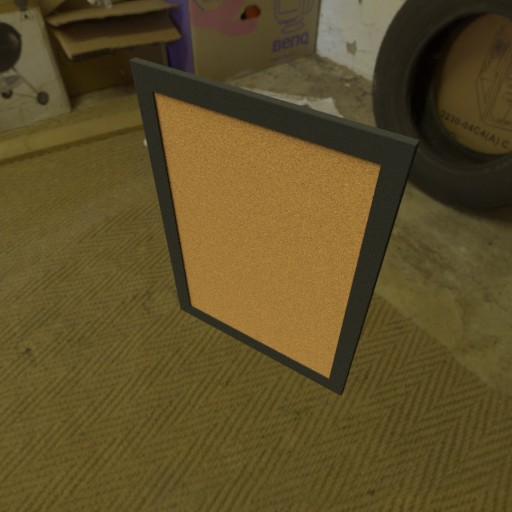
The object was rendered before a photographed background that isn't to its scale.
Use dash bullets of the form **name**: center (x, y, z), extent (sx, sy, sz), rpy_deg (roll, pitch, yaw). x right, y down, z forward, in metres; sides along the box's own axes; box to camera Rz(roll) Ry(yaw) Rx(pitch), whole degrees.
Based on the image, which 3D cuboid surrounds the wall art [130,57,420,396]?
- **wall art**: center (0.000, 0.000, 0.693), extent (0.374, 0.529, 0.012), rpy_deg (24, 51, 21)
